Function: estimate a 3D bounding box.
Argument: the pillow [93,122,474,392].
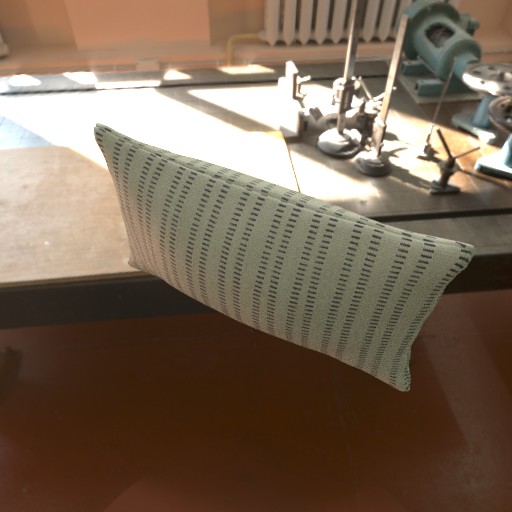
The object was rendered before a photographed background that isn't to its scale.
[{"bbox_3d":[0.000,0.000,0.784,0.640,0.353,0.210,22,50,20],"label":"pillow"}]
